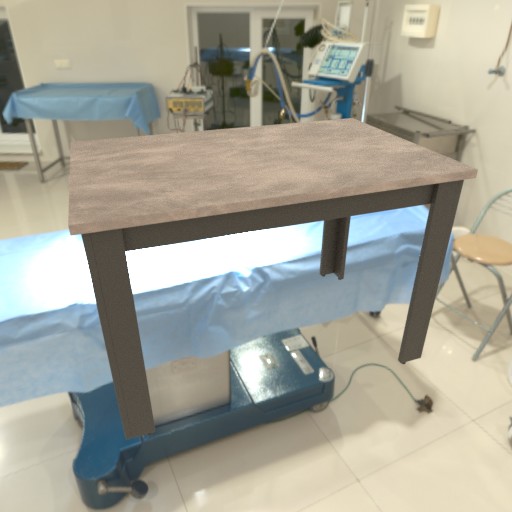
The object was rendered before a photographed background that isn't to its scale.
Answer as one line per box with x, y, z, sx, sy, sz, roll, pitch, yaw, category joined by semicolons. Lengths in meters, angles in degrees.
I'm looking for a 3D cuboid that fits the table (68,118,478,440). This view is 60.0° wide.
0.000;0.000;1.574;1.100;0.734;0.700;-10;31;-17;table
